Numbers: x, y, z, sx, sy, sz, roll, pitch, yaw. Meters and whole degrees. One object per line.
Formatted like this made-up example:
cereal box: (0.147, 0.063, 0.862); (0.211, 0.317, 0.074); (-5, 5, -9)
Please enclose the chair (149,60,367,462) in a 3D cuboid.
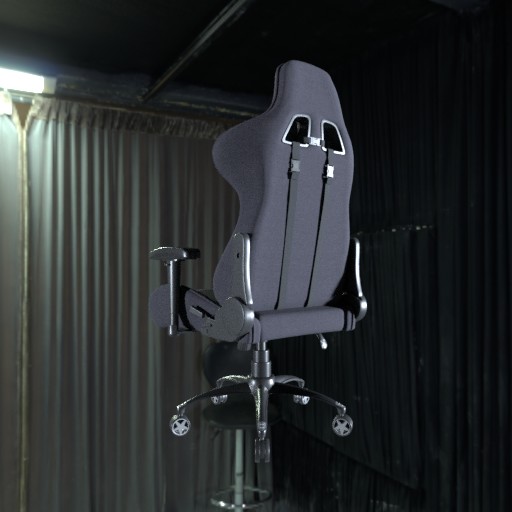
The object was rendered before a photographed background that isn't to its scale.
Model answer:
chair: (0.000, 0.000, 1.741); (0.730, 1.300, 0.695); (0, -1, -36)
